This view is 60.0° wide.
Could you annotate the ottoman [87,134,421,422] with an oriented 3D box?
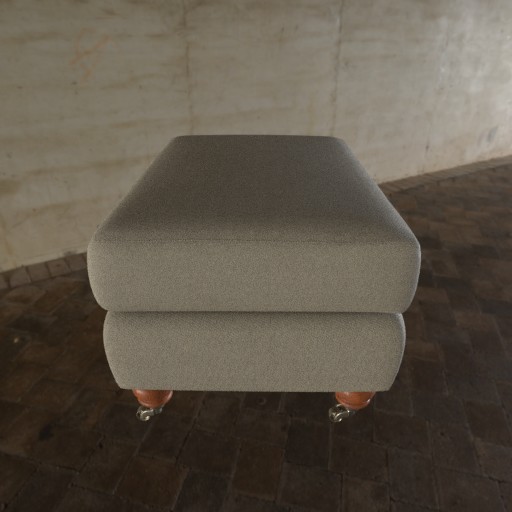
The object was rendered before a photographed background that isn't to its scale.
[{"bbox_3d":[0.000,0.000,1.129,0.569,0.504,0.773,0,27,1],"label":"ottoman"}]
